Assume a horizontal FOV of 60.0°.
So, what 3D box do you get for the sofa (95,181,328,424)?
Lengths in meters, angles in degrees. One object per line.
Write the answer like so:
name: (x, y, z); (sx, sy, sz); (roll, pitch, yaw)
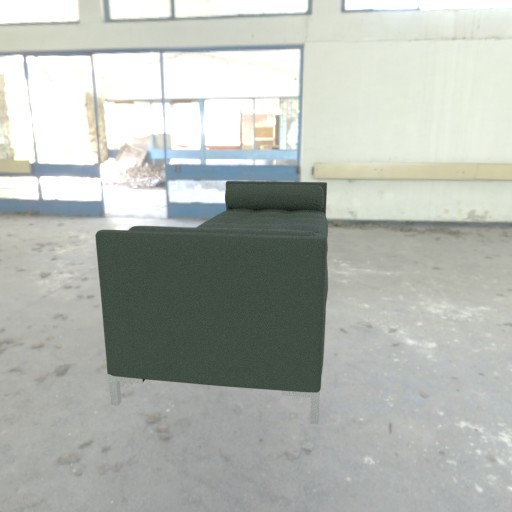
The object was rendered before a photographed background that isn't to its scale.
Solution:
sofa: (0.000, 0.000, 2.491); (0.797, 0.657, 2.102); (2, 15, 9)
